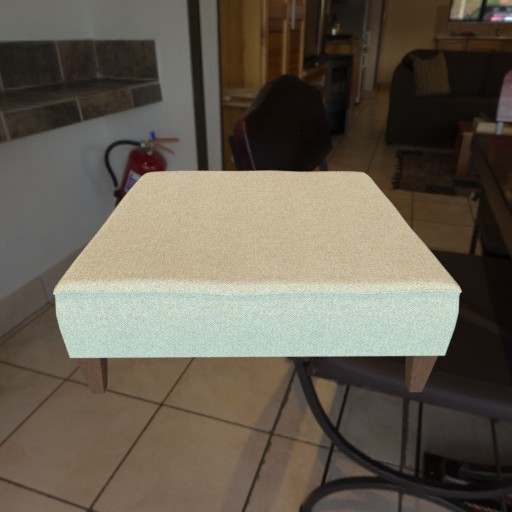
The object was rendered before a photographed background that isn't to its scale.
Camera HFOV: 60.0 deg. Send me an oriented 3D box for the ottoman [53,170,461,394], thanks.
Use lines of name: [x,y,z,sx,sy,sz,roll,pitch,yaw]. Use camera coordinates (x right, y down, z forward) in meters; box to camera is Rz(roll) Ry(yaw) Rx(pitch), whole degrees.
ottoman: [0.000,0.000,1.545,0.968,0.379,1.004,0,27,0]
